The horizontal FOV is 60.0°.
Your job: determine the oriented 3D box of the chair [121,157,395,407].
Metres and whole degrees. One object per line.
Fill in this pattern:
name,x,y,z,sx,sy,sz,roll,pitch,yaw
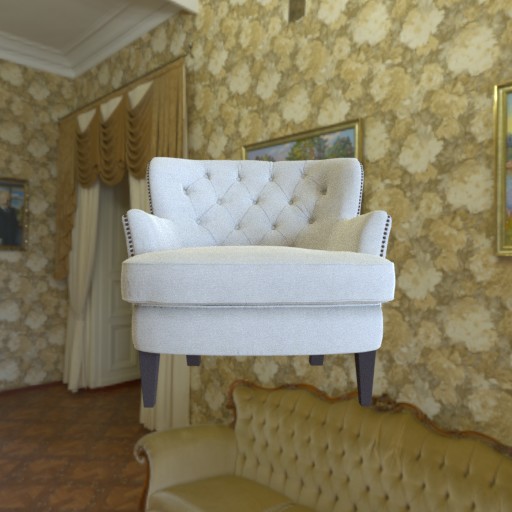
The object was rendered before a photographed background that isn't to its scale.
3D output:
chair,0.000,0.000,1.576,0.848,0.868,0.906,0,-1,-1
